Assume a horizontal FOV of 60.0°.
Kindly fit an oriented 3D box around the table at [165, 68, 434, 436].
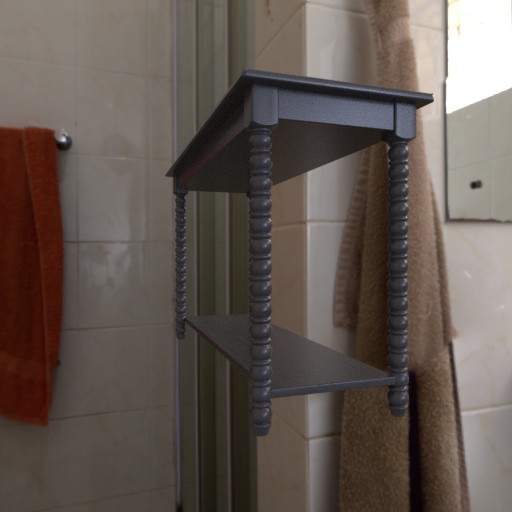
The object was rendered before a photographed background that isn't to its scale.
[{"bbox_3d":[0.000,0.000,1.483,0.459,0.735,1.184,0,0,-18],"label":"table"}]
